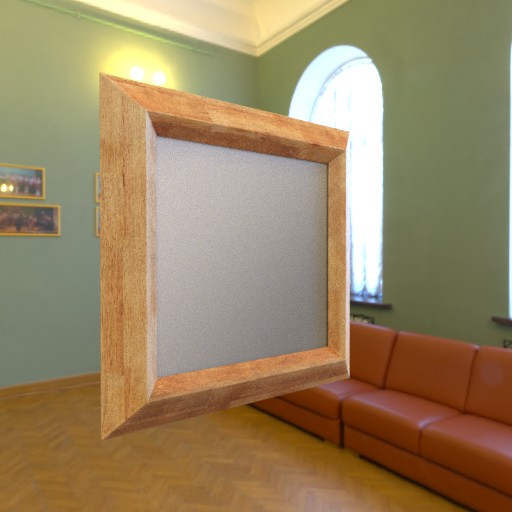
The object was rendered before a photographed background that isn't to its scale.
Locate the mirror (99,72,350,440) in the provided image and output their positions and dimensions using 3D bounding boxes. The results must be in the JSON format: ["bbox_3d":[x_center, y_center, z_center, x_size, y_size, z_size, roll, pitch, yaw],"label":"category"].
[{"bbox_3d":[0.000,0.000,0.958,0.651,0.651,0.047,-1,1,-37],"label":"mirror"}]
